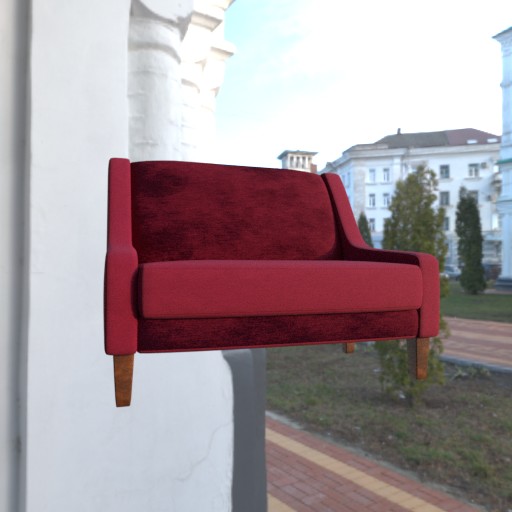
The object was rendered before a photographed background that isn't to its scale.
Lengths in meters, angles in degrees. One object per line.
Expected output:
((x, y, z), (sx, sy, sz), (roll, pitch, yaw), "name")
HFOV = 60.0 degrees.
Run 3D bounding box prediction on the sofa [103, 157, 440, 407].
((0.000, 0.000, 1.933), (1.242, 0.976, 0.946), (0, -2, -18), "sofa")
